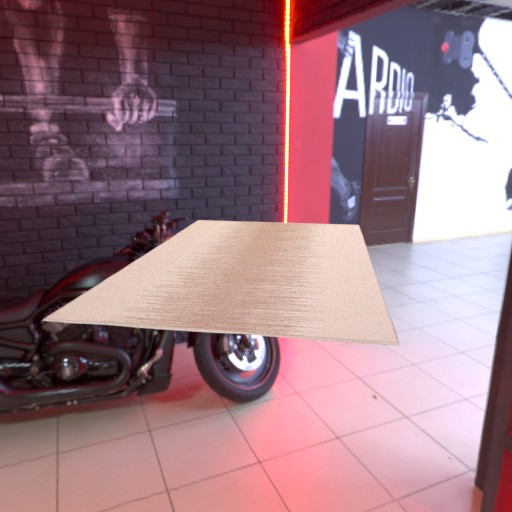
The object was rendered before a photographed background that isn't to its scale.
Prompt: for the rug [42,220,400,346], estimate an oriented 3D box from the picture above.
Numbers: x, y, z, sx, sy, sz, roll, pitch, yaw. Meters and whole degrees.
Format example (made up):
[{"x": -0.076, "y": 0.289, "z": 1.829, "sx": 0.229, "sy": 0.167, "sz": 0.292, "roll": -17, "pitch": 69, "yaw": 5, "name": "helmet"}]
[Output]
[{"x": 0.000, "y": 0.000, "z": 2.992, "sx": 1.522, "sy": 0.012, "sz": 2.440, "roll": 2, "pitch": 15, "yaw": 9, "name": "rug"}]
